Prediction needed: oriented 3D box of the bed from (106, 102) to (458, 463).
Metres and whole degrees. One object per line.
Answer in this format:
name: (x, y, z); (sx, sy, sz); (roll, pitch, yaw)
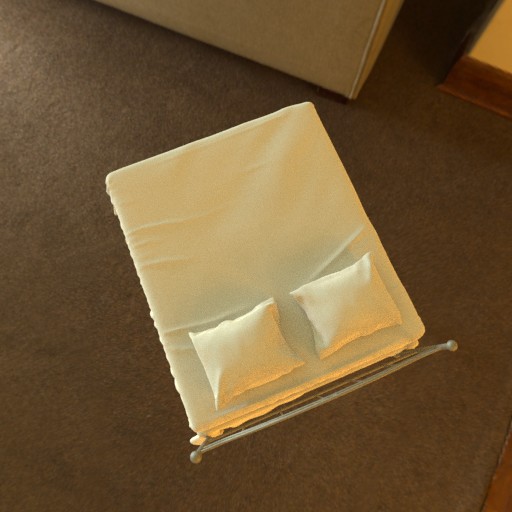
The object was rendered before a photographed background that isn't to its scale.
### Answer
bed: (0.000, 0.000, 3.237); (1.936, 1.080, 2.215); (-21, 76, -6)
